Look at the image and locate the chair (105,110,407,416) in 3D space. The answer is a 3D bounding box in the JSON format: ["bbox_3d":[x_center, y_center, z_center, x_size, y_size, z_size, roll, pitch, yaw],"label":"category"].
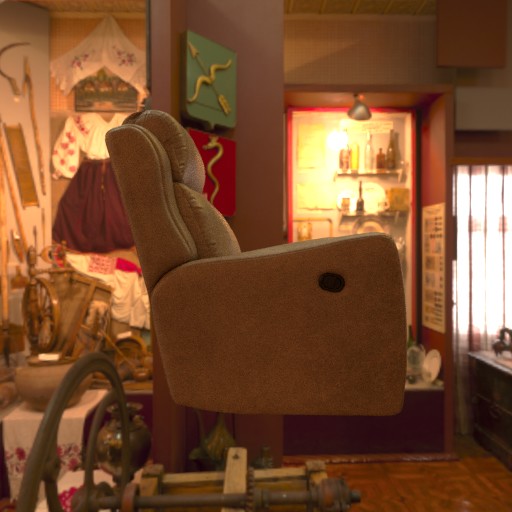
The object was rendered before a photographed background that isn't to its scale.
[{"bbox_3d":[0.000,0.000,1.964,1.068,1.116,0.965,0,1,0],"label":"chair"}]
